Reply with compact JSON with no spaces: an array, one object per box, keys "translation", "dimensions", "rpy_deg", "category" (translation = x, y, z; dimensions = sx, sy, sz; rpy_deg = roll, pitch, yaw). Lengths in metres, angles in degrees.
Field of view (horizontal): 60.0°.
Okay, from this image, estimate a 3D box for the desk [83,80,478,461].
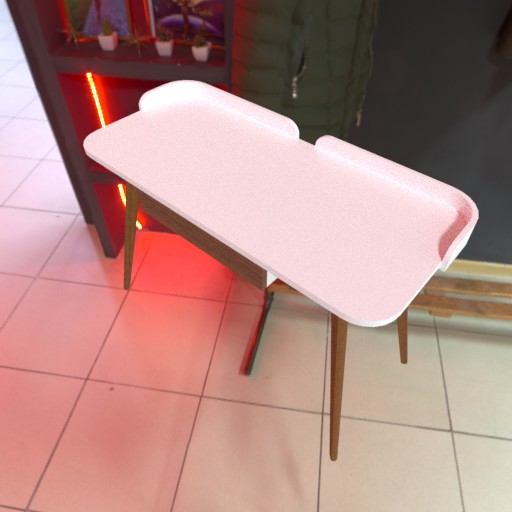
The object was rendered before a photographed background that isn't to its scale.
[{"translation":[0.000,0.000,1.606],"dimensions":[1.206,0.807,0.534],"rpy_deg":[32,54,28],"category":"desk"}]
